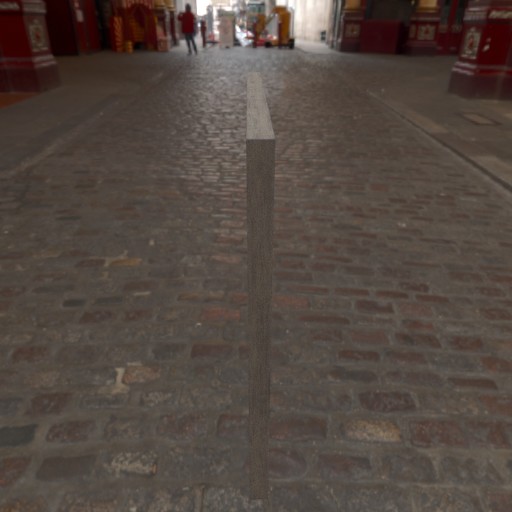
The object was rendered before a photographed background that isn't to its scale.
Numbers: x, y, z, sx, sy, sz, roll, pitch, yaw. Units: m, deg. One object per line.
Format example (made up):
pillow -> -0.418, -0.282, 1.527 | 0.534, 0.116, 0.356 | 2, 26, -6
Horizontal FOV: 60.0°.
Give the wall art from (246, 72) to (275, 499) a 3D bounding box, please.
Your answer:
wall art -> 0.000, 0.000, 1.094 | 0.038, 0.762, 0.762 | 0, 29, -1
